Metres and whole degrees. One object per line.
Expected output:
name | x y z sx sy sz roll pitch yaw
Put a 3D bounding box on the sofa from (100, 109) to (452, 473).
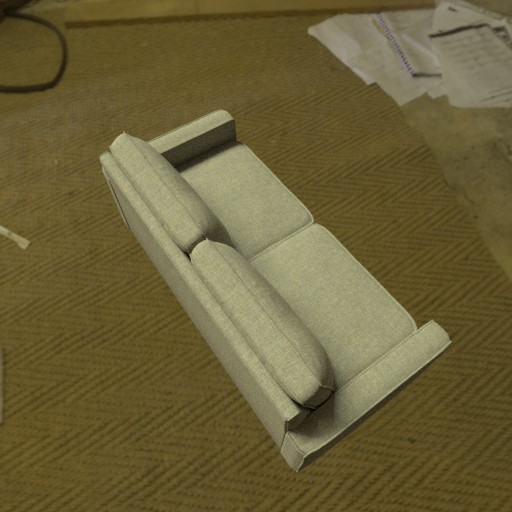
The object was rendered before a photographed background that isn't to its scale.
sofa | 0.000 0.000 2.571 0.945 0.918 2.078 -31 63 -18
